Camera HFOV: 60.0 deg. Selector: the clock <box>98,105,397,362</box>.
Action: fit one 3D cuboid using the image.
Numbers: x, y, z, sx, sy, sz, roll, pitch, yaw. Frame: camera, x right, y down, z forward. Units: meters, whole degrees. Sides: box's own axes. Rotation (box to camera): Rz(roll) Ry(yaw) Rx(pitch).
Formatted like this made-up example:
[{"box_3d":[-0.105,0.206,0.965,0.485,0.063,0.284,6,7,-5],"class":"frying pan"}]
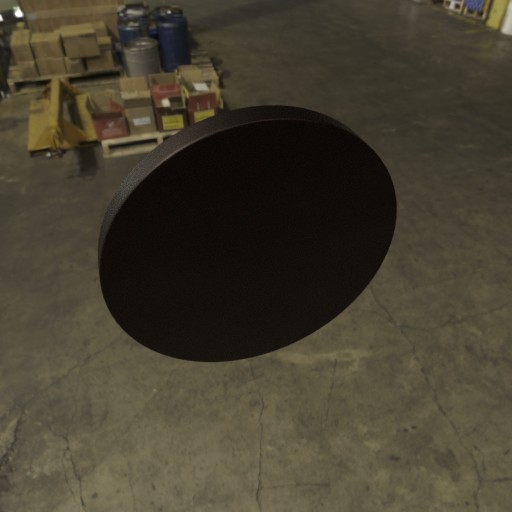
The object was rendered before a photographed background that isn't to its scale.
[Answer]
[{"box_3d":[0.000,0.000,0.467,0.314,0.314,0.029,-12,43,-13],"class":"clock"}]
